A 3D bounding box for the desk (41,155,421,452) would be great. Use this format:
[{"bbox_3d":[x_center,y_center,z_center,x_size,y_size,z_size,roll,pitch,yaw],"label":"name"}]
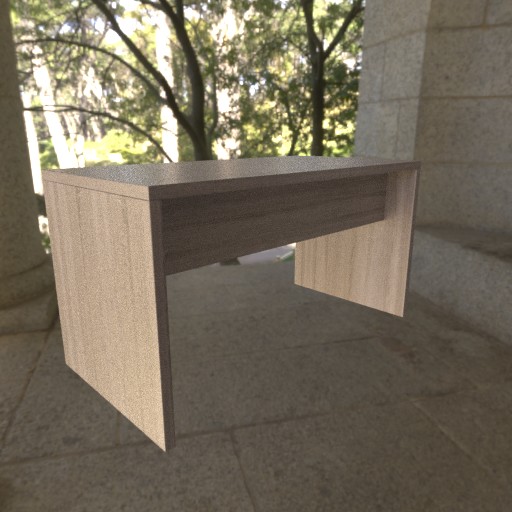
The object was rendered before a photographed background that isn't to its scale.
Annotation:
[{"bbox_3d":[0.000,0.000,1.840,1.380,0.745,0.690,-15,21,-42],"label":"desk"}]
